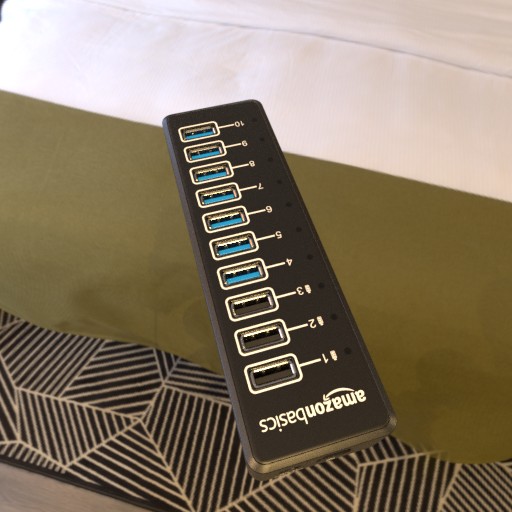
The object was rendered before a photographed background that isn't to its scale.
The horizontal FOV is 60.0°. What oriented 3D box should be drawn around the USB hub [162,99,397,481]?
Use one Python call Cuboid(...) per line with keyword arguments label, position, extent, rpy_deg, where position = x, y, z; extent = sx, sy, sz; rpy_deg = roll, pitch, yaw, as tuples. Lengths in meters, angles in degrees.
Cuboid(label="USB hub", position=(0.000, 0.000, 0.166), extent=(0.044, 0.023, 0.145), rpy_deg=(-14, 60, -8))
